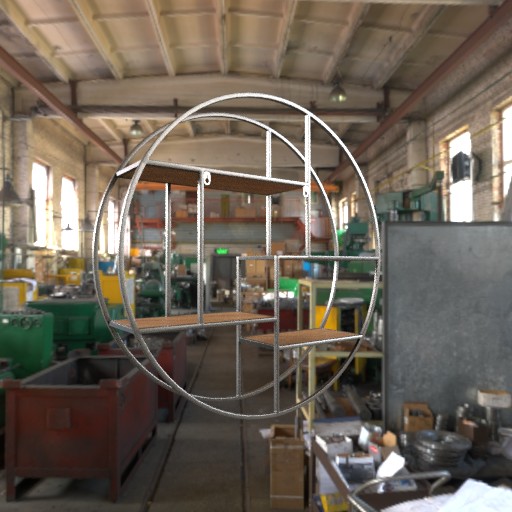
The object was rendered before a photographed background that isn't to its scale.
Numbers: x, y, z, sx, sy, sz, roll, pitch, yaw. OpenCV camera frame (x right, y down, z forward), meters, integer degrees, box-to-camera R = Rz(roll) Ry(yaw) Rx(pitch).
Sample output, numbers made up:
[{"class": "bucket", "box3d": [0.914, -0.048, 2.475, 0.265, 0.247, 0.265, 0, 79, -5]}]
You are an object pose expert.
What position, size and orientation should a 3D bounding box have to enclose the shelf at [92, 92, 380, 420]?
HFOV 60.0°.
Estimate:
[{"class": "shelf", "box3d": [0.000, 0.000, 1.310, 0.888, 0.888, 0.202, 1, -2, -36]}]
